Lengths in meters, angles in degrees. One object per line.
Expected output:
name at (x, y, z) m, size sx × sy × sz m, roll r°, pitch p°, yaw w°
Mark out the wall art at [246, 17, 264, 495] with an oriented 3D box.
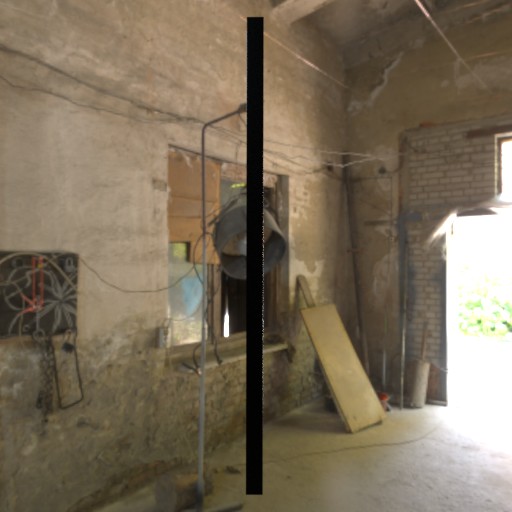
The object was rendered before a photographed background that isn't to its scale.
wall art at (0.000, 0.000, 1.387) m, size 0.040 × 1.062 × 0.805 m, roll 0°, pitch 0°, yaw 0°
